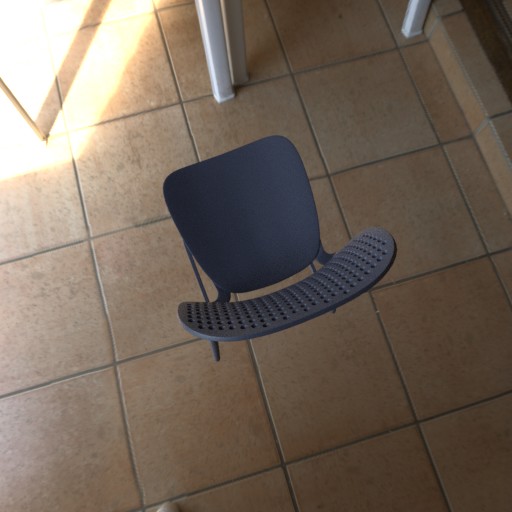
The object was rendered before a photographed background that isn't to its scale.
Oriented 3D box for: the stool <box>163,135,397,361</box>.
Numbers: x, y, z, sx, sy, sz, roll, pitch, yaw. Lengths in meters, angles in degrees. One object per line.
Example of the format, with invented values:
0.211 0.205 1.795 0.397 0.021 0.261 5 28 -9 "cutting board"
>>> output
0.000 0.000 1.357 0.536 1.045 0.535 -22 77 -5 "stool"
